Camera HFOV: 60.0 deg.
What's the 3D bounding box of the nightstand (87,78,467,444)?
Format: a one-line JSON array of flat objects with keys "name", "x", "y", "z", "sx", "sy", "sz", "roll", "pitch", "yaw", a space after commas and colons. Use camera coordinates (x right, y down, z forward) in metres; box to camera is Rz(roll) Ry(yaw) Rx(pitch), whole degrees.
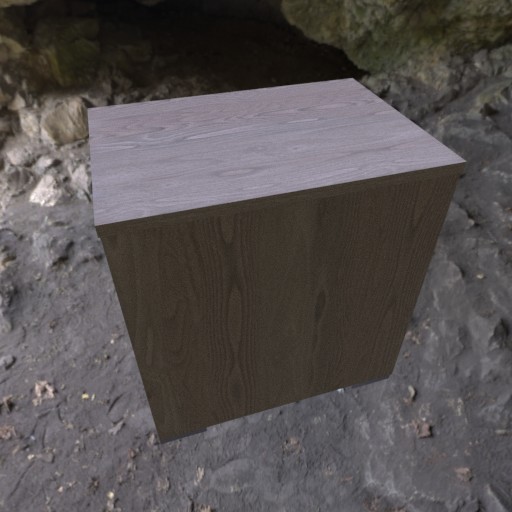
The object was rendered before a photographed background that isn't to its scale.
[{"name": "nightstand", "x": 0.000, "y": 0.000, "z": 0.764, "sx": 0.442, "sy": 0.461, "sz": 0.325, "roll": -12, "pitch": 42, "yaw": -13}]
